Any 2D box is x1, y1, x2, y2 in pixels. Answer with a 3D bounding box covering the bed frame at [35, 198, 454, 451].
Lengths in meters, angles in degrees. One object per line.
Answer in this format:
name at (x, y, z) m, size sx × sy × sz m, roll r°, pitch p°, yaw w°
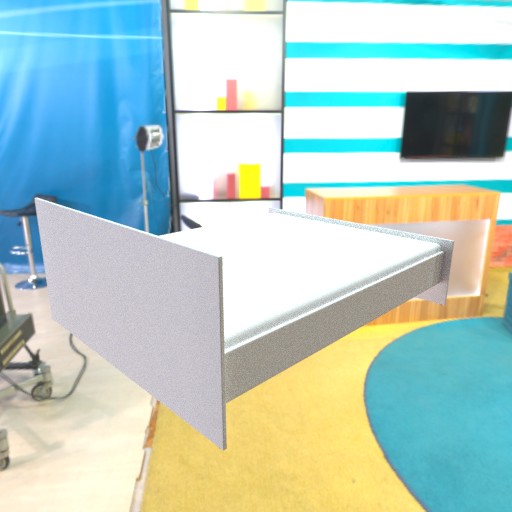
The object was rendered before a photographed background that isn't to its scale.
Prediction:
bed frame at (0.000, 0.000, 2.899) m, size 2.060 × 0.800 × 1.720 m, roll -16°, pitch 23°, yaw -42°
